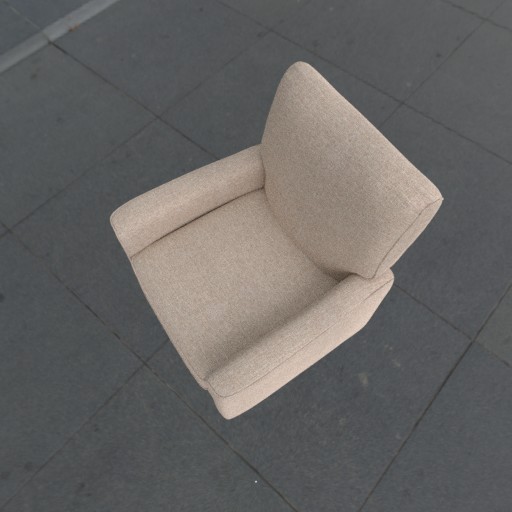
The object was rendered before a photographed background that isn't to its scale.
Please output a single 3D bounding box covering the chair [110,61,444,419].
[{"bbox_3d":[0.000,0.000,1.689,0.858,1.028,0.841,-31,67,-15],"label":"chair"}]
